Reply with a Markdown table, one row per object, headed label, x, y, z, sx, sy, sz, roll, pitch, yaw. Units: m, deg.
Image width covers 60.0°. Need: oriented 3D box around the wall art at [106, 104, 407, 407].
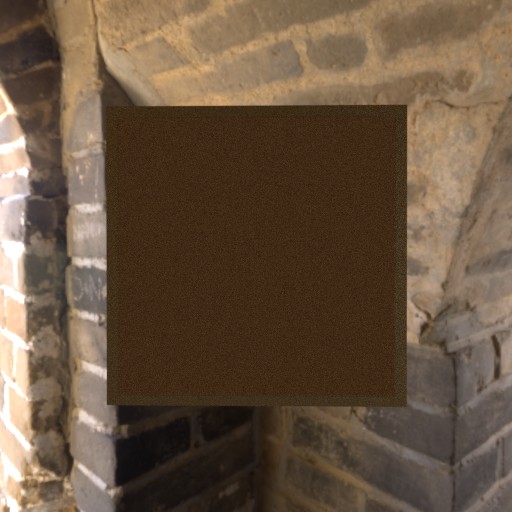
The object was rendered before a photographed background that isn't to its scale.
| label | x | y | z | sx | sy | sz | roll | pitch | yaw |
| --- | --- | --- | --- | --- | --- | --- | --- | --- | --- |
| wall art | 0.000 | 0.000 | 2.890 | 1.926 | 1.926 | 0.099 | 0 | 0 | 1 |
